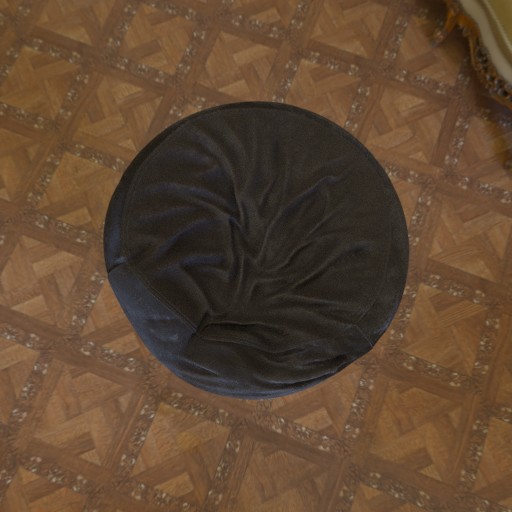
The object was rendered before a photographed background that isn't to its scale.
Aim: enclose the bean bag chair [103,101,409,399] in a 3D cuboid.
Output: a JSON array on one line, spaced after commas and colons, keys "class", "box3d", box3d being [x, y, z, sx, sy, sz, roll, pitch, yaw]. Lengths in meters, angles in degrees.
[{"class": "bean bag chair", "box3d": [0.000, 0.000, 1.477, 0.918, 0.605, 0.918, 0, 77, 0]}]
